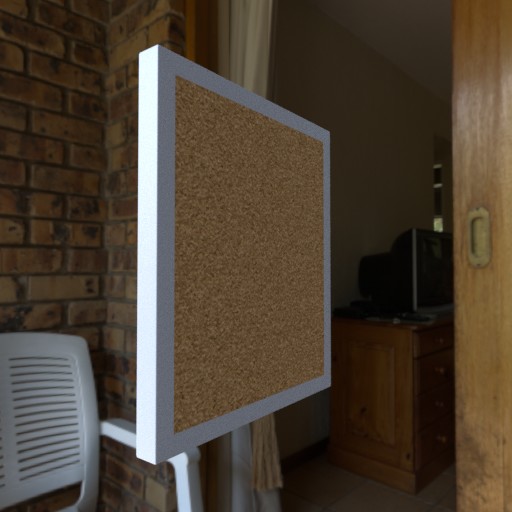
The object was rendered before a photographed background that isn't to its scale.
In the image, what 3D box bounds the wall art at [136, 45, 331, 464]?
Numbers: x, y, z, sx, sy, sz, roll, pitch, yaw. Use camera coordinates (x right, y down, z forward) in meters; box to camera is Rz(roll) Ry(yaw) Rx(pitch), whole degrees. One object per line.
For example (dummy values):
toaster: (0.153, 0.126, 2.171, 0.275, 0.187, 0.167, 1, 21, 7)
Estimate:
wall art: (0.000, 0.000, 0.539, 0.028, 0.381, 0.331, -1, -2, 37)
